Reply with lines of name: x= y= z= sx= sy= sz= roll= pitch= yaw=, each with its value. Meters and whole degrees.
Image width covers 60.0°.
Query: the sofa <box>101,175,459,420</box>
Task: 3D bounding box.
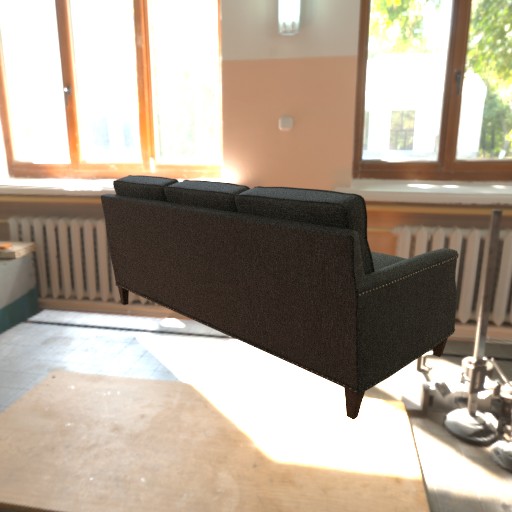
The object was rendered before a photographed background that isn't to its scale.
sofa: x=0.000 y=0.000 z=2.904 sx=1.084 sy=1.003 sz=2.246 roll=-13 pitch=19 yaw=-43
